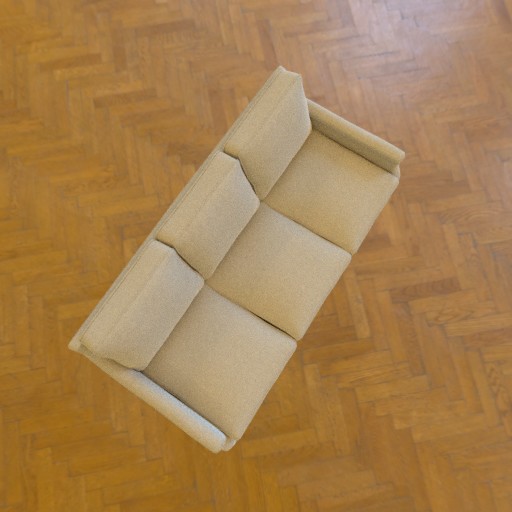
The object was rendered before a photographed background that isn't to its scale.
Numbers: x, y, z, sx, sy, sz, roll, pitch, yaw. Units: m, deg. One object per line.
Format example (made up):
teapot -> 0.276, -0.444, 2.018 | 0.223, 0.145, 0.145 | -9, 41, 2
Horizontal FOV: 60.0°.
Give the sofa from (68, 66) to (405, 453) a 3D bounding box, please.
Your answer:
sofa -> 0.000, 0.000, 2.913 | 1.084, 1.003, 2.246 | 32, 77, 8
